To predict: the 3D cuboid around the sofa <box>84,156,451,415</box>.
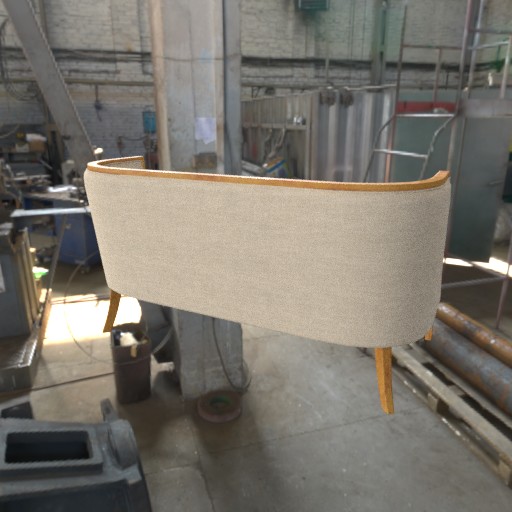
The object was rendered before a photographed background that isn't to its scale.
[{"bbox_3d":[0.000,0.000,1.917,1.474,0.775,0.770,9,19,26],"label":"sofa"}]
